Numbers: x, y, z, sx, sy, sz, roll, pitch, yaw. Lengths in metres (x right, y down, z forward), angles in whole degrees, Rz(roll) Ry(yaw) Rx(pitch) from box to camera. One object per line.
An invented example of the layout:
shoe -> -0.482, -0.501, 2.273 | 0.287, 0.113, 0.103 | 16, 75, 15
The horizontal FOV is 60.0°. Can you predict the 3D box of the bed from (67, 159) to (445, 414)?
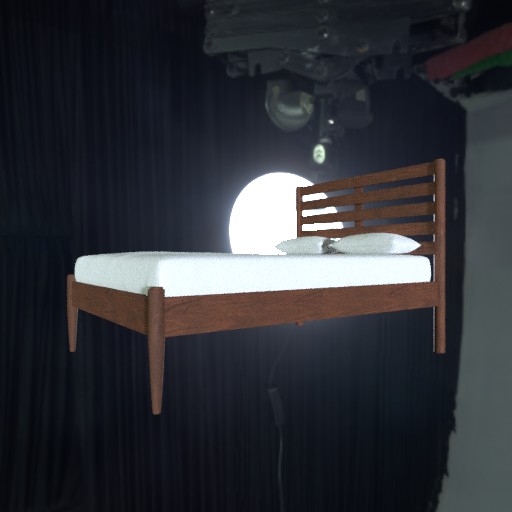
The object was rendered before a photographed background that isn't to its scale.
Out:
bed -> 0.000, 0.000, 2.999 | 2.093, 1.304, 1.509 | 0, 0, -35
